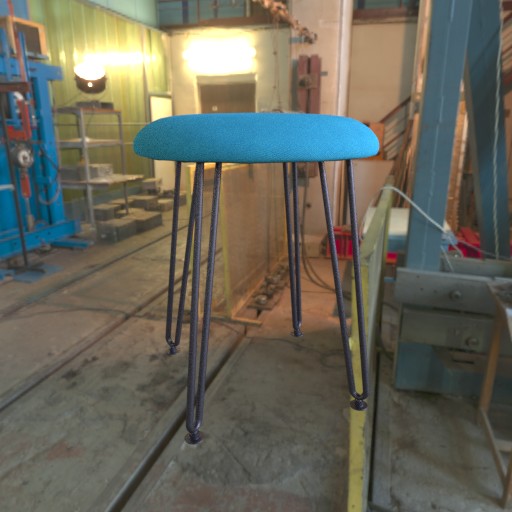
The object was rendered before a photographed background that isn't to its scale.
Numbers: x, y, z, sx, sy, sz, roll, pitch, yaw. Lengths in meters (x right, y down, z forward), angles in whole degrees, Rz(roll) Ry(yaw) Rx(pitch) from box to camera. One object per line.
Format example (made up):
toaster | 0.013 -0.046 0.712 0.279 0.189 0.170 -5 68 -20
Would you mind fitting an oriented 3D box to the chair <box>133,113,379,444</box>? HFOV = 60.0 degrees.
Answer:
chair | 0.000 0.000 0.701 0.350 0.430 0.350 -9 19 -27
